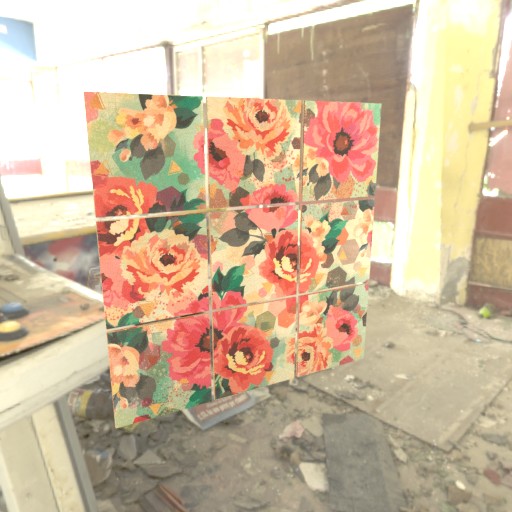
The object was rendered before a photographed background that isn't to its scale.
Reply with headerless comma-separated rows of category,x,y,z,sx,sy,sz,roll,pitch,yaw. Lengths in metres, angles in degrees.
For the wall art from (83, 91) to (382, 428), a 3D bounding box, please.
wall art,0.000,0.000,1.816,1.216,1.220,0.013,-8,17,-26
